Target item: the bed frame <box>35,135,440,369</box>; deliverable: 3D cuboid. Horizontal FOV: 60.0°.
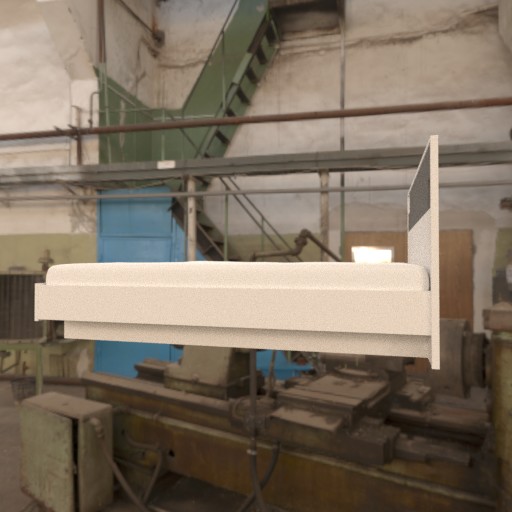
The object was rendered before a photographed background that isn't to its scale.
[{"bbox_3d":[0.000,0.000,2.996,2.100,1.001,1.711,0,-1,16],"label":"bed frame"}]
